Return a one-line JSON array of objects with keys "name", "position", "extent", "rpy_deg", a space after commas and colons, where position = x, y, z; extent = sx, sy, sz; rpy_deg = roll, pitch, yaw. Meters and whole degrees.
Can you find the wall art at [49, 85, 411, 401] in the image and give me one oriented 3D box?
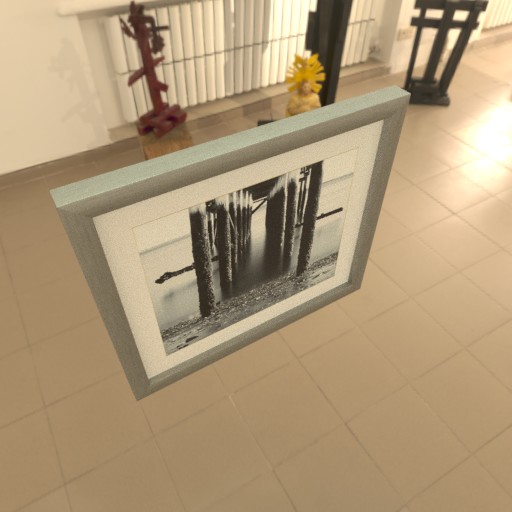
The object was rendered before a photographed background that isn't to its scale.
[{"name": "wall art", "position": [0.000, 0.000, 0.542], "extent": [0.380, 0.330, 0.028], "rpy_deg": [-23, 50, -21]}]
